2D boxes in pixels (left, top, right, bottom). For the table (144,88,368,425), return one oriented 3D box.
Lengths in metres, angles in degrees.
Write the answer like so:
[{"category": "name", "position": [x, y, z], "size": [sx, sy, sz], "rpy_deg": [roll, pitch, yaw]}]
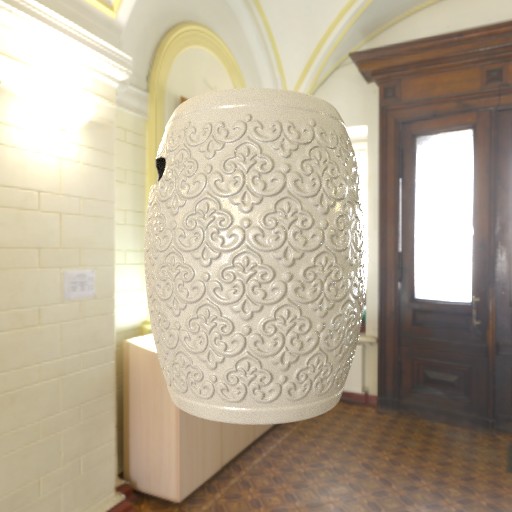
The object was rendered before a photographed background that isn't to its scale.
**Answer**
[{"category": "table", "position": [0.000, 0.000, 0.631], "size": [0.309, 0.397, 0.309], "rpy_deg": [0, 0, 0]}]
